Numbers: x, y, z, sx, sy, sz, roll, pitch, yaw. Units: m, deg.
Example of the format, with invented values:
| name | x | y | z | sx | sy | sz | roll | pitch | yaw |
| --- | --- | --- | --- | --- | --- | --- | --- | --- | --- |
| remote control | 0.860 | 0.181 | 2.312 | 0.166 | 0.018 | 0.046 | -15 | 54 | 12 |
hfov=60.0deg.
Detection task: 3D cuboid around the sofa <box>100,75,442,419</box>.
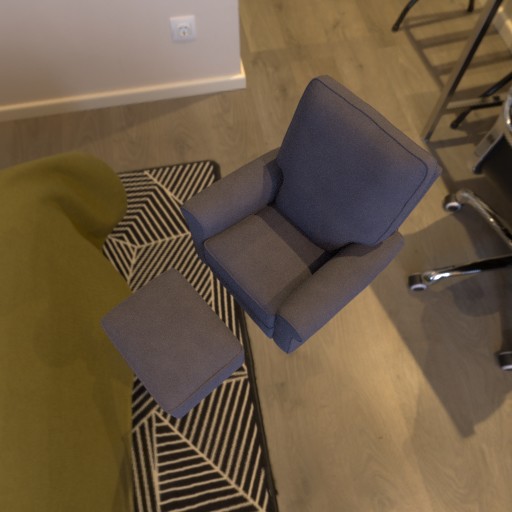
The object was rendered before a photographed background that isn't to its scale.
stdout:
| name | x | y | z | sx | sy | sz | roll | pitch | yaw |
| --- | --- | --- | --- | --- | --- | --- | --- | --- | --- |
| sofa | 0.000 | 0.000 | 2.048 | 1.478 | 0.959 | 0.880 | -38 | 70 | -16 |
